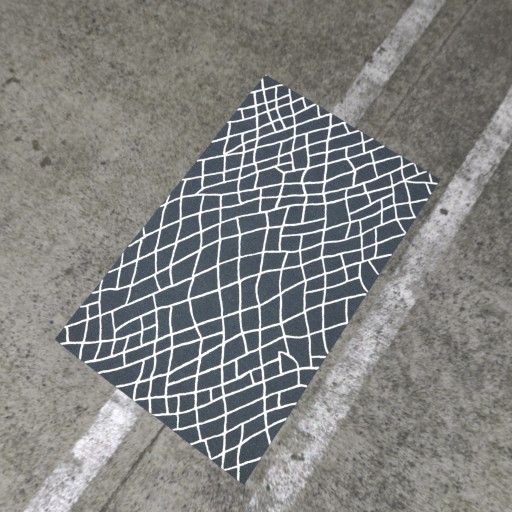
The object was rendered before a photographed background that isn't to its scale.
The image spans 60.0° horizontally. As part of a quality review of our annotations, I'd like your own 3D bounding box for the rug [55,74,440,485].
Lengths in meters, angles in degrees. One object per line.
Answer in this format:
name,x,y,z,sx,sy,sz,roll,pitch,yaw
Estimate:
rug,0.000,0.000,3.049,1.529,0.017,2.448,34,78,8
